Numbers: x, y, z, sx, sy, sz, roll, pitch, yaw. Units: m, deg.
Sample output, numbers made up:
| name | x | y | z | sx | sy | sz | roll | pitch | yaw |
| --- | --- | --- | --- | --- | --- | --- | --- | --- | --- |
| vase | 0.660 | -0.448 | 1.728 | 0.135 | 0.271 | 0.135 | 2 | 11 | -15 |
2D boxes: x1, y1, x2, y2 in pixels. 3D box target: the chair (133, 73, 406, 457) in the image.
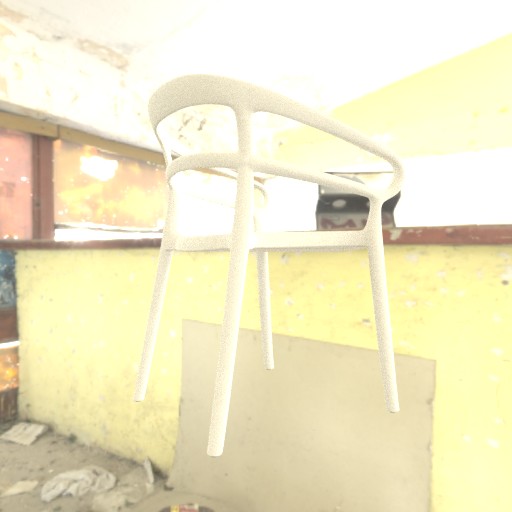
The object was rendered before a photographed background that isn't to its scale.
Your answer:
| name | x | y | z | sx | sy | sz | roll | pitch | yaw |
| --- | --- | --- | --- | --- | --- | --- | --- | --- | --- |
| chair | 0.000 | 0.000 | 1.143 | 0.527 | 0.761 | 0.559 | 0 | 0 | -36 |
